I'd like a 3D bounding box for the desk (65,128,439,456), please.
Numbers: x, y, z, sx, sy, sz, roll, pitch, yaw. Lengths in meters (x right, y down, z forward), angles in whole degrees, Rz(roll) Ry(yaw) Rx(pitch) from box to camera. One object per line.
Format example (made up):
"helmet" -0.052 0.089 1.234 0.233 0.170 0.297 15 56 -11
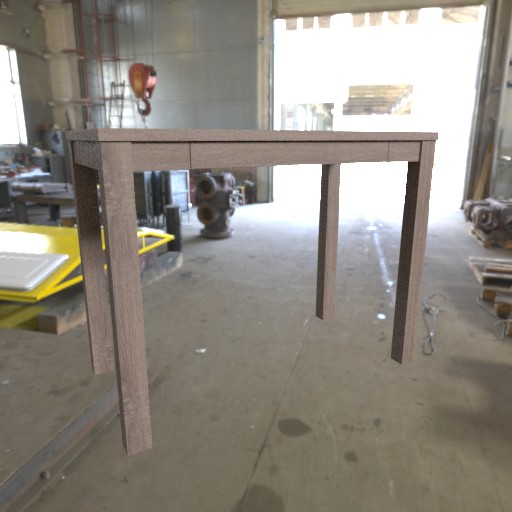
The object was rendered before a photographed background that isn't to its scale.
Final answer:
"desk" 0.000 0.000 1.410 0.991 0.762 0.495 -8 17 -28
